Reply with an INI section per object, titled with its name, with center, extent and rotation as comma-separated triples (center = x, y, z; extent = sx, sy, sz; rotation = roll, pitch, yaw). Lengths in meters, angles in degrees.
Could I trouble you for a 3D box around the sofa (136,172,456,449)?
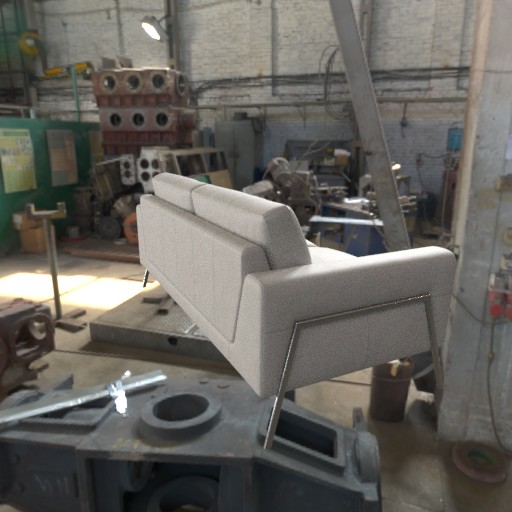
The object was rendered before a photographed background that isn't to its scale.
[sofa]
center = 0.000, 0.000, 2.590
extent = 0.953, 0.875, 2.017
rotation = -8, 17, -26
